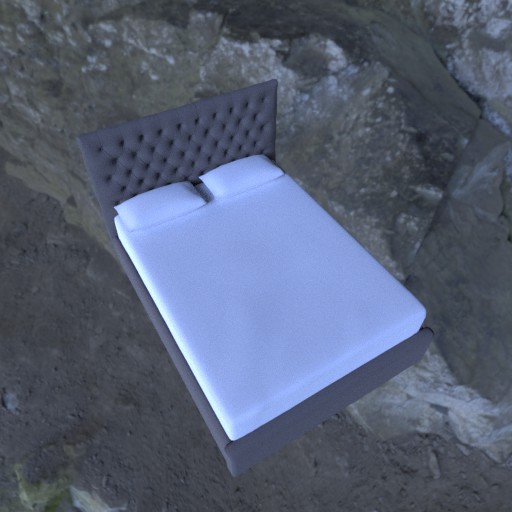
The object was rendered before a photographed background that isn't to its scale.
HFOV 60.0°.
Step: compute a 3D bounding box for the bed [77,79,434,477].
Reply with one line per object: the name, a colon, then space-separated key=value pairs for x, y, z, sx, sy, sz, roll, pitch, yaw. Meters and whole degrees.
bed: x=0.000 y=0.000 z=3.329 sx=1.696 sy=1.426 sz=2.233 roll=-24 pitch=52 yaw=-20
